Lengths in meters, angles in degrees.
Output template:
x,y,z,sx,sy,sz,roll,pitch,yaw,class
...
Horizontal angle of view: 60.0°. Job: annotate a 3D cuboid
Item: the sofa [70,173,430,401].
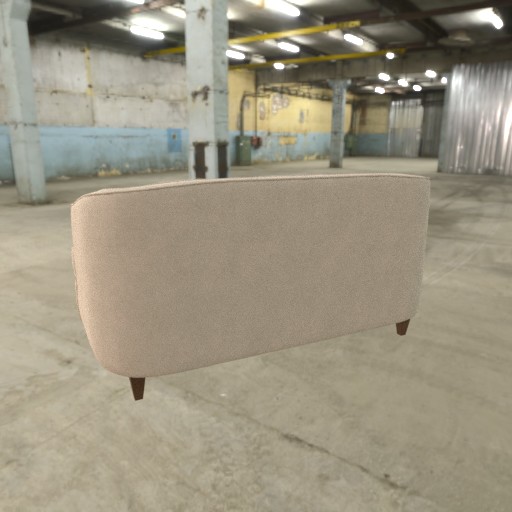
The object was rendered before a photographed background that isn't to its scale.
x,y,z,sx,sy,sz,roll,pitch,yaw,class
0.000,0.000,2.309,1.731,0.878,0.940,-7,16,-25,sofa
